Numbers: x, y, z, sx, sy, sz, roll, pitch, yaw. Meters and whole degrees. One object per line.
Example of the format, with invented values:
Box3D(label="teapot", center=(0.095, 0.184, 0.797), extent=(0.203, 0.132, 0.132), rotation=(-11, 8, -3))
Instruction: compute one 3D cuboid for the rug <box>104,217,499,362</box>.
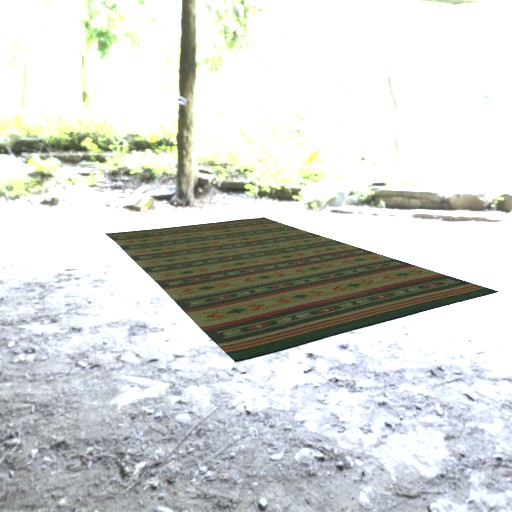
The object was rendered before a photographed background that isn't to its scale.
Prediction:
Box3D(label="rug", center=(0.000, 0.000, 2.970), extent=(1.520, 0.011, 2.447), rotation=(-8, 17, -28))
